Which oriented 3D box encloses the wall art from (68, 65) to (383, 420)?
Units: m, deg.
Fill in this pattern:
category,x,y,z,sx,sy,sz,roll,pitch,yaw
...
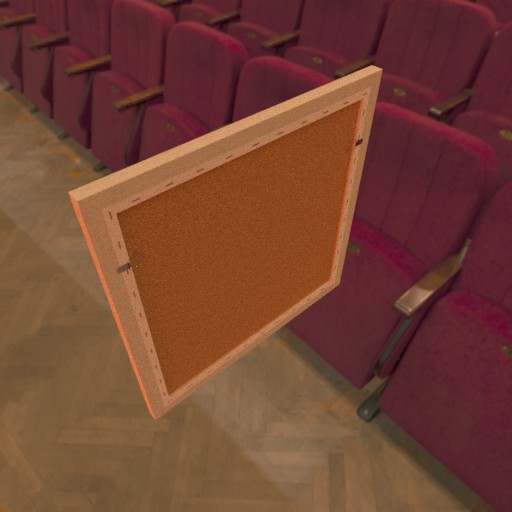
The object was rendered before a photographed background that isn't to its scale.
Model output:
category,x,y,z,sx,sy,sz,roll,pitch,yaw
wall art,0.000,0.000,1.521,1.016,1.016,0.045,-32,53,-28
